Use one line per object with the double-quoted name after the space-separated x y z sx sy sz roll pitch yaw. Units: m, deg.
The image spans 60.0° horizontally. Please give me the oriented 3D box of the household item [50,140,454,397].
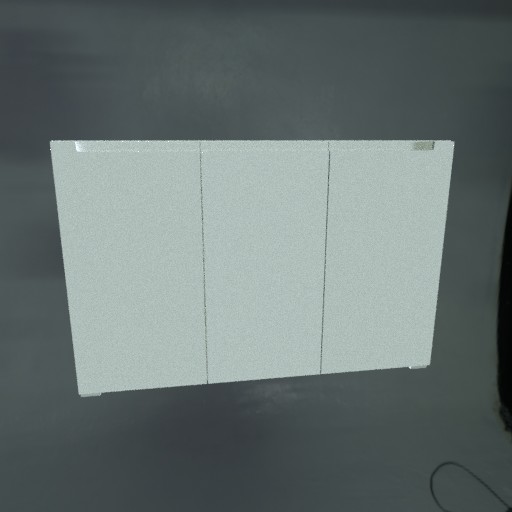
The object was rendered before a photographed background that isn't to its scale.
0.000 0.000 1.718 1.300 0.867 0.420 -2 15 -9 "household item"
